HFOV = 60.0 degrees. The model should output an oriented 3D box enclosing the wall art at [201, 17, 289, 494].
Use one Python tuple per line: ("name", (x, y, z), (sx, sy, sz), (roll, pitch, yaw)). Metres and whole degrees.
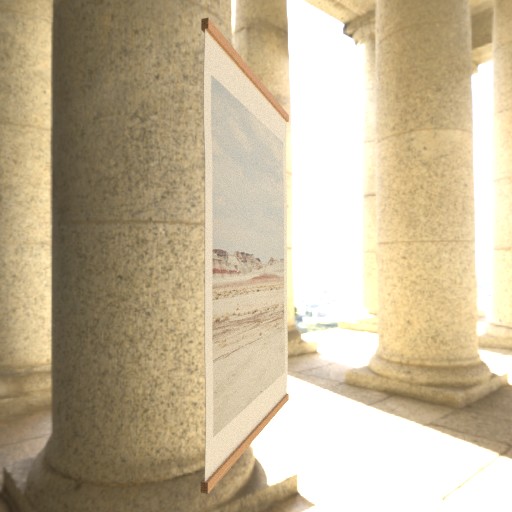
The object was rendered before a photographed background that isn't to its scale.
("wall art", (0.000, 0.000, 1.897), (0.025, 1.521, 1.011), (0, -1, 19))
